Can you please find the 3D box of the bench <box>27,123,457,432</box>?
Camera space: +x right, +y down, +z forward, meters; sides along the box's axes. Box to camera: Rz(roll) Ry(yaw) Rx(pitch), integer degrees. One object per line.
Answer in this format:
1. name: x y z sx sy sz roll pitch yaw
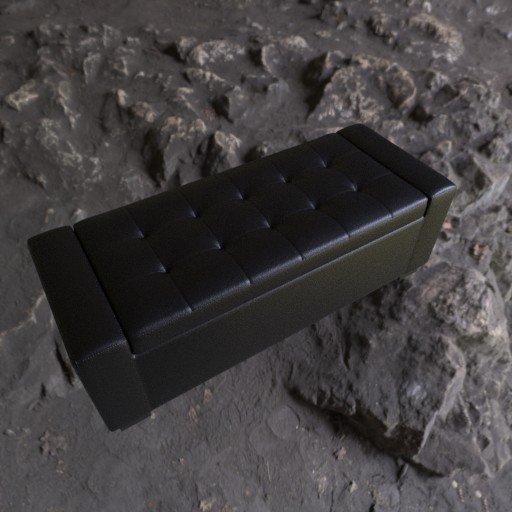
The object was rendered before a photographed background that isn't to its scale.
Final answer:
1. bench: 0.000 0.000 1.540 1.296 0.445 0.508 -24 50 -22
